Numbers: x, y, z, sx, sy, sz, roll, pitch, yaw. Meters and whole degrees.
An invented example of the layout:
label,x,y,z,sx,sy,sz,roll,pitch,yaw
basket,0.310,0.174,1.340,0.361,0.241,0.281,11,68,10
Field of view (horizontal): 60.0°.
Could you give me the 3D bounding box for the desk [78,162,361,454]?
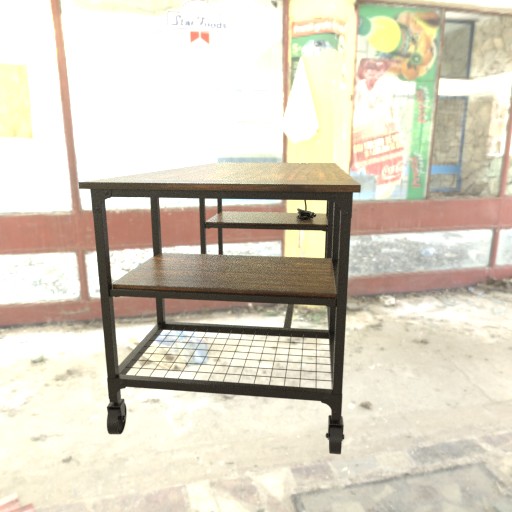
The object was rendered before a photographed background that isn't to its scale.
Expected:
label,x,y,z,sx,sy,sz,roll,pitch,yaw
desk,0.000,0.000,1.931,0.711,0.751,1.590,2,14,7
